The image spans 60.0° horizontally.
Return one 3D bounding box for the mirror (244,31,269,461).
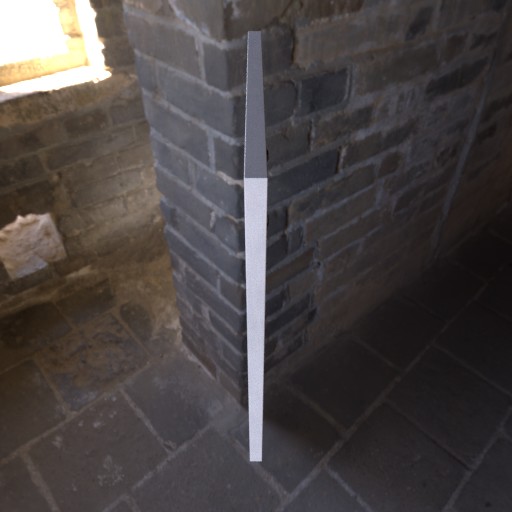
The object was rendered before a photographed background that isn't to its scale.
[{"bbox_3d":[0.000,0.000,1.305,0.041,1.016,0.762,0,42,0],"label":"mirror"}]
